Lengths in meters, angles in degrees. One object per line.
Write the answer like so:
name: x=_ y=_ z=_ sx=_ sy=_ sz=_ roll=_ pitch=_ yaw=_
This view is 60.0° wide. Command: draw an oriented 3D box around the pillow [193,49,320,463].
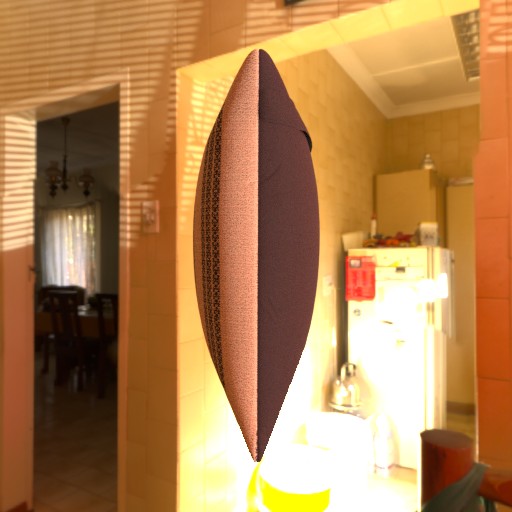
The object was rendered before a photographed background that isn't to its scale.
pillow: x=0.000 y=0.000 z=0.632 sx=0.173 sy=0.406 sz=0.405 roll=0 pitch=-1 yaw=-1
